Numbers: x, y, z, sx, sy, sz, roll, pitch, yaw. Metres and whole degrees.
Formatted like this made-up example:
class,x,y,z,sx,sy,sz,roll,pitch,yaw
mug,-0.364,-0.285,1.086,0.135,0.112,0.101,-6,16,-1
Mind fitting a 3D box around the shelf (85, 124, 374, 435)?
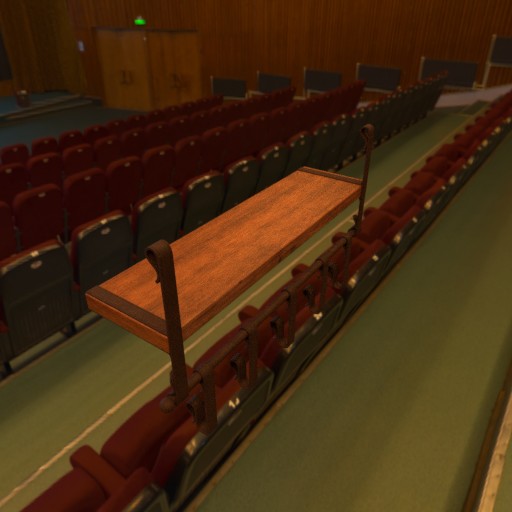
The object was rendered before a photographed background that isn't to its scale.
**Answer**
class,x,y,z,sx,sy,sz,roll,pitch,yaw
shelf,0.000,0.000,0.725,0.146,0.330,0.567,20,37,29
